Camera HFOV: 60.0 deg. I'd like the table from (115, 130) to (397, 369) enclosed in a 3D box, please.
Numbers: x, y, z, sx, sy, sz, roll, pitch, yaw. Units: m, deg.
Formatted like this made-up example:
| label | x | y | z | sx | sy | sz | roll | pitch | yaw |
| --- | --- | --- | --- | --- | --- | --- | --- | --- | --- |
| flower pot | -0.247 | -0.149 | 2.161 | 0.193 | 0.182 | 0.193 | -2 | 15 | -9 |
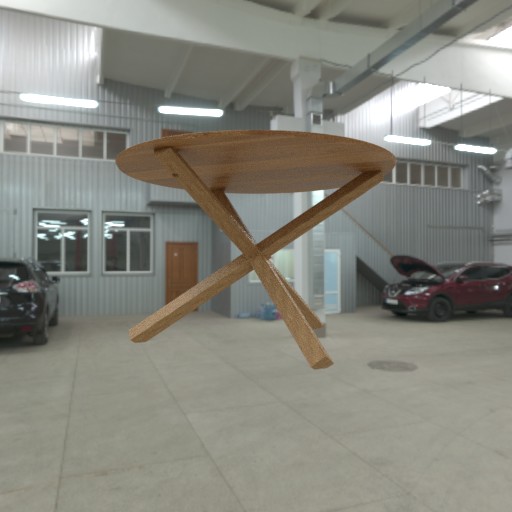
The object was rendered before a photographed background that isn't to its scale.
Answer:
| label | x | y | z | sx | sy | sz | roll | pitch | yaw |
| --- | --- | --- | --- | --- | --- | --- | --- | --- | --- |
| table | 0.000 | 0.000 | 1.710 | 1.038 | 0.666 | 1.038 | 0 | -1 | 0 |
